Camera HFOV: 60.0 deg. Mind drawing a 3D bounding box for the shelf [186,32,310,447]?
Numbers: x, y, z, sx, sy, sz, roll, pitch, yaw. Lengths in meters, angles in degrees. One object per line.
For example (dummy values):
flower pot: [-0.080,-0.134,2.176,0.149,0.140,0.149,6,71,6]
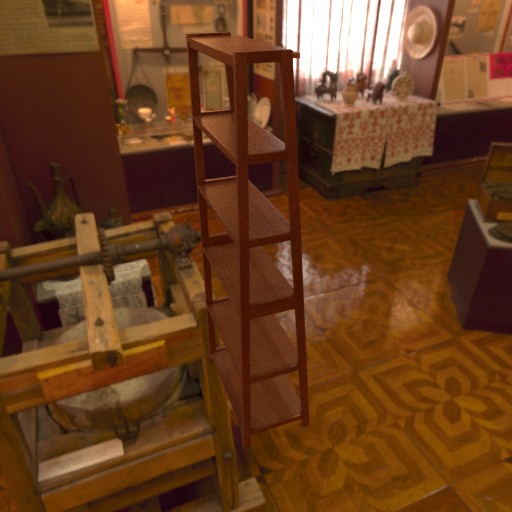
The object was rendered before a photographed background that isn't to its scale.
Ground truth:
shelf: [0.000,0.000,2.144,0.382,1.892,0.660,-11,33,-18]
